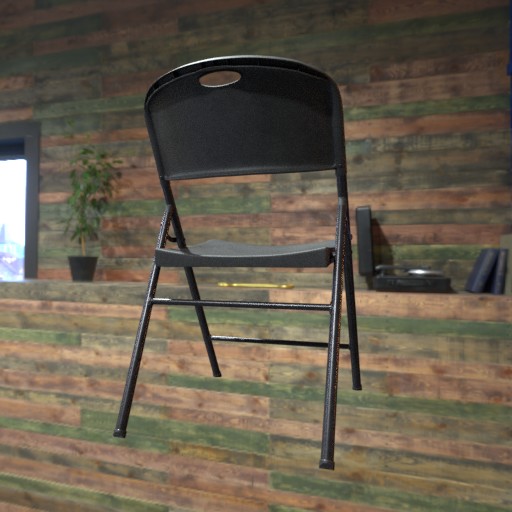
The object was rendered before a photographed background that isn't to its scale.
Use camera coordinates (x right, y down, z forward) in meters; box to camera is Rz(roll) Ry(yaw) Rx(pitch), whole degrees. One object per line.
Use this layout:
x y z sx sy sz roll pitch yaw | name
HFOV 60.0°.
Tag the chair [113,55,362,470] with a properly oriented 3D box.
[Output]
0.000 0.000 1.162 0.494 0.810 0.566 0 0 19 | chair
